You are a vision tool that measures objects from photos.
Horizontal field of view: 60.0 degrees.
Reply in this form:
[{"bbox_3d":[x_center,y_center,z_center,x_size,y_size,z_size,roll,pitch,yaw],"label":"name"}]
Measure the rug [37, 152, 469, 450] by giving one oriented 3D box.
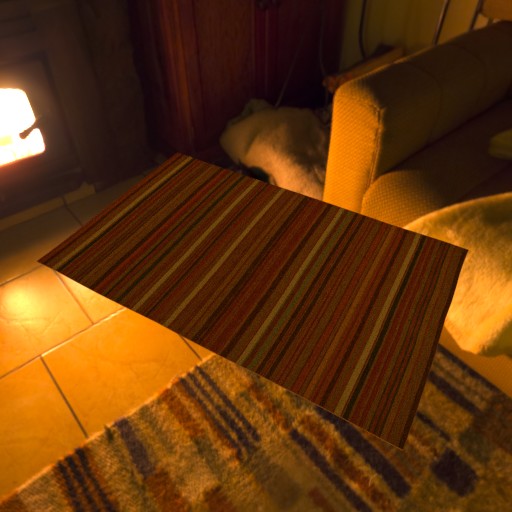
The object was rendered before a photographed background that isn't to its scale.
[{"bbox_3d":[0.000,0.000,2.935,2.438,0.008,1.523,22,49,21],"label":"rug"}]
